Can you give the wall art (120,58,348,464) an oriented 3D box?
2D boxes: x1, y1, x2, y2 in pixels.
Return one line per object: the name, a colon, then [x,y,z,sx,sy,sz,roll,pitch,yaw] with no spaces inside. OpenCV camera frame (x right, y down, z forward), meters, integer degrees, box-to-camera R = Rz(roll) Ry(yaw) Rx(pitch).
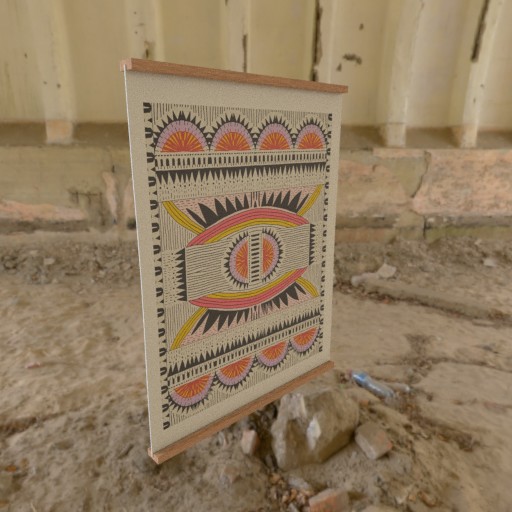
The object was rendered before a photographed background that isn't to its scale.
wall art: [0.000,0.000,0.695,0.403,0.527,0.028,-13,20,-41]
